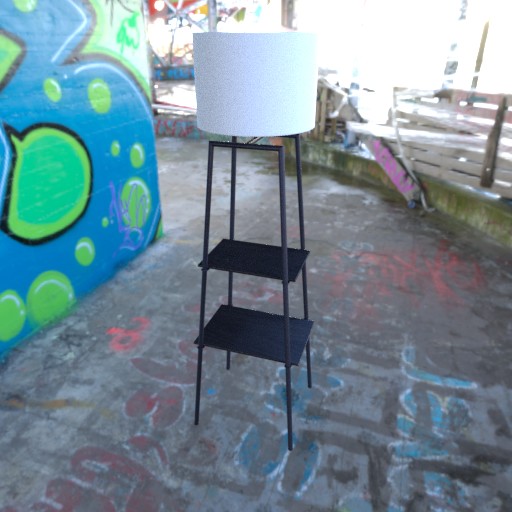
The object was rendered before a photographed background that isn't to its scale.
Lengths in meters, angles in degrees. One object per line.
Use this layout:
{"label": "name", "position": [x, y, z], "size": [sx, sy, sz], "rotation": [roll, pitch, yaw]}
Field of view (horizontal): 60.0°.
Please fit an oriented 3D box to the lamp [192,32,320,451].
{"label": "lamp", "position": [0.000, 0.000, 1.637], "size": [0.427, 1.474, 0.384], "rotation": [8, 28, 16]}
